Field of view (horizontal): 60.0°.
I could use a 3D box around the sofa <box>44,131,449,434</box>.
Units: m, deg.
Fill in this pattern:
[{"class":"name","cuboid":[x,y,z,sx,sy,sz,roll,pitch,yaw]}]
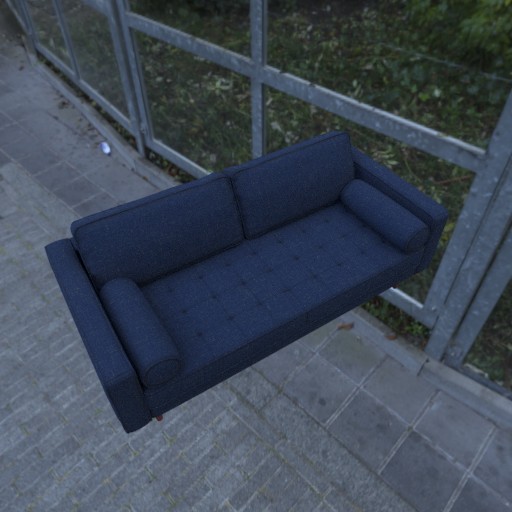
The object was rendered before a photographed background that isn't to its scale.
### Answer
[{"class":"sofa","cuboid":[0.000,0.000,2.357,1.880,0.762,0.914,-24,50,-22]}]
